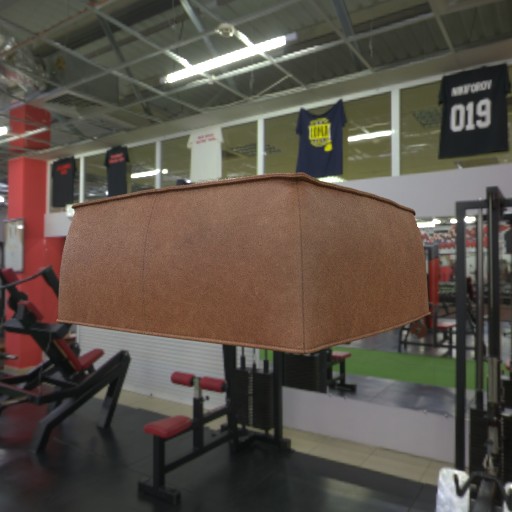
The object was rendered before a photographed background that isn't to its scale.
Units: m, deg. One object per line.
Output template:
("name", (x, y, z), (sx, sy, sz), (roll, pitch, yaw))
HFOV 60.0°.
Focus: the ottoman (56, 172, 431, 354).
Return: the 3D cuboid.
("ottoman", (0.000, 0.000, 1.413), (0.901, 0.395, 0.902), (-1, -2, 36))
